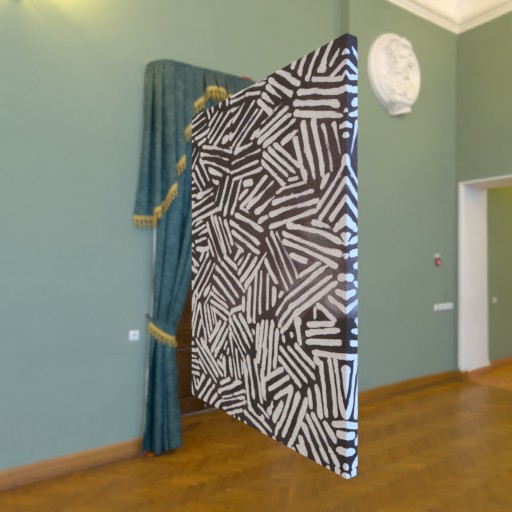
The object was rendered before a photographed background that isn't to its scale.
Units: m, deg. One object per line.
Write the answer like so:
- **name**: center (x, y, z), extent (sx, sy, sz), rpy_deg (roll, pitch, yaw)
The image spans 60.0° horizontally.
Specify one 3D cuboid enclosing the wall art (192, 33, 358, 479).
- **wall art**: center (0.000, 0.000, 1.328), extent (0.038, 1.017, 0.765), rpy_deg (0, 0, -35)
